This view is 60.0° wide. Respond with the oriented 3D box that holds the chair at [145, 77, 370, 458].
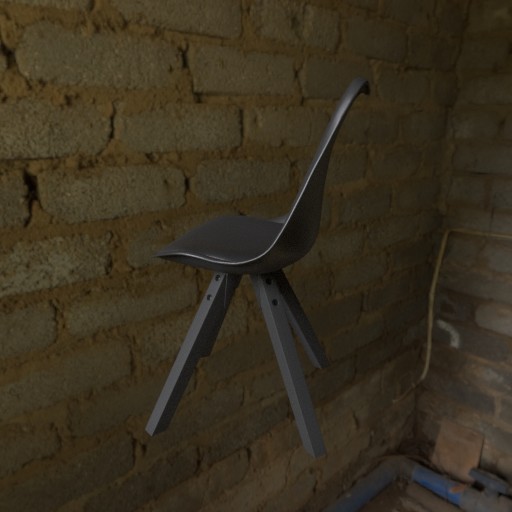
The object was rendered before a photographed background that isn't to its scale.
[{"bbox_3d":[0.000,0.000,1.173,0.530,0.850,0.485,3,16,10],"label":"chair"}]
